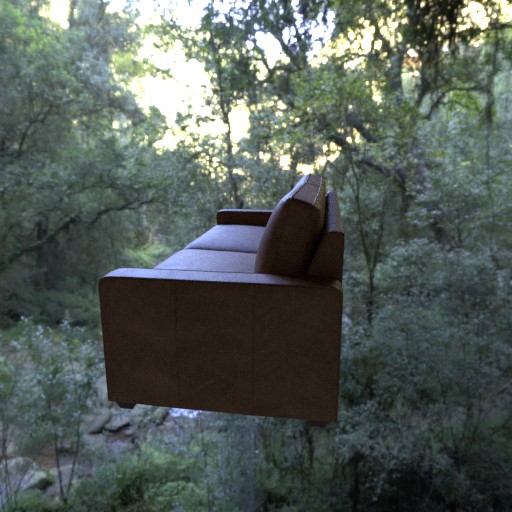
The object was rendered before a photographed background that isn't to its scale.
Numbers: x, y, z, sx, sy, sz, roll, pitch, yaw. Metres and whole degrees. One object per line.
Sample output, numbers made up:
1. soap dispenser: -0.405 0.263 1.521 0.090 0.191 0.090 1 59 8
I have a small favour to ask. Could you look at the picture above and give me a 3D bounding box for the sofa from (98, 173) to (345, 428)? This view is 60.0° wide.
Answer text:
1. sofa: 0.000 0.000 2.734 0.991 0.928 2.156 2 14 9
